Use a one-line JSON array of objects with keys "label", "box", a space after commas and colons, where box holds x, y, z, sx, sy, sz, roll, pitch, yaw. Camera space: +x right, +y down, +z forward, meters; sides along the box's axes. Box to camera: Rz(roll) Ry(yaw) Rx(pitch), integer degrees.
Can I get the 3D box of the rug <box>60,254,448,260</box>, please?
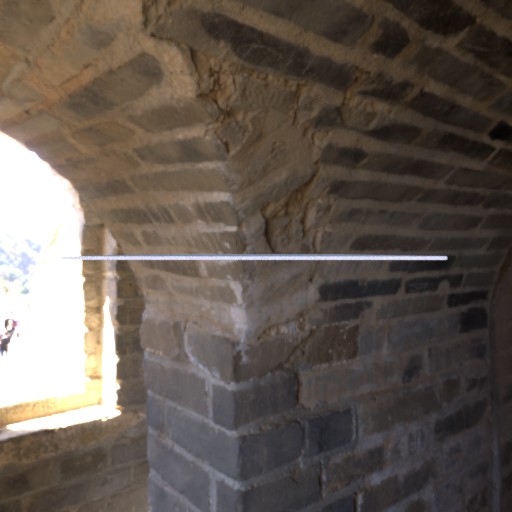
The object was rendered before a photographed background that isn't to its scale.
[{"label": "rug", "box": [0.000, 0.000, 2.290, 1.210, 0.012, 1.829, 0, 0, 1]}]
